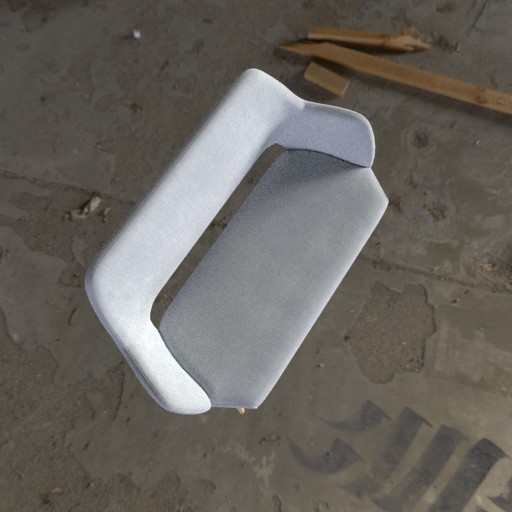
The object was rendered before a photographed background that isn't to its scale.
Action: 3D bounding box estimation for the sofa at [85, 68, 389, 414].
[{"bbox_3d":[0.000,0.000,1.622,0.610,0.840,1.150,33,78,8],"label":"sofa"}]
